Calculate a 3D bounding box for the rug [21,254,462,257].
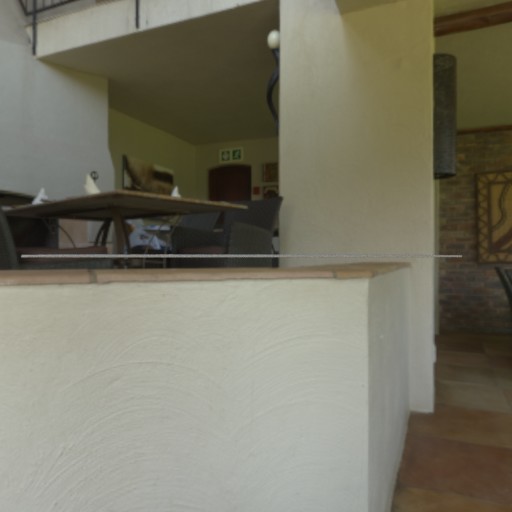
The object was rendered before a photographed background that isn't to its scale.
[{"bbox_3d":[0.000,0.000,2.016,1.827,0.012,0.553,0,0,-19],"label":"rug"}]
